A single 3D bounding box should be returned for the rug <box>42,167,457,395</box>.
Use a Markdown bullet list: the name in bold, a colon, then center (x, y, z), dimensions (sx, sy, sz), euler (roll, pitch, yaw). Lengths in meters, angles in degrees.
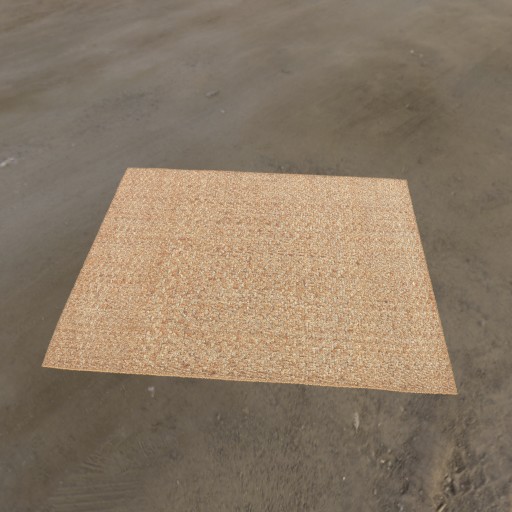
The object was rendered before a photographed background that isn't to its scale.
- **rug**: center (0.000, 0.000, 4.008), dimensions (3.048, 0.013, 2.439), euler (3, 48, 3)
